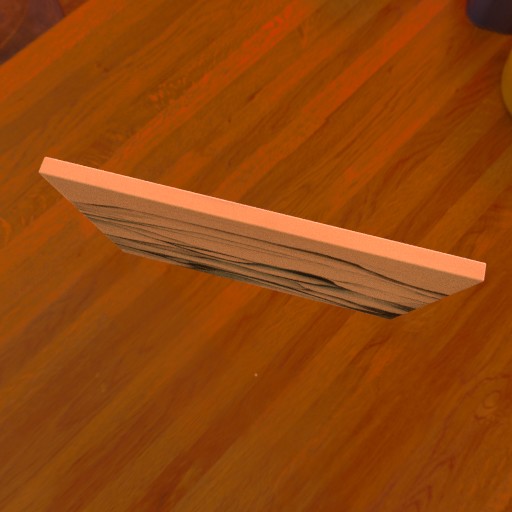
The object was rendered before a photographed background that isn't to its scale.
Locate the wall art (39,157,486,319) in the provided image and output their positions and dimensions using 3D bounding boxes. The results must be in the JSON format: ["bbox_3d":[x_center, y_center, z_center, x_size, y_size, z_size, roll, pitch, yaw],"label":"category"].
[{"bbox_3d":[0.000,0.000,1.178,0.914,0.609,0.039,14,75,4],"label":"wall art"}]
